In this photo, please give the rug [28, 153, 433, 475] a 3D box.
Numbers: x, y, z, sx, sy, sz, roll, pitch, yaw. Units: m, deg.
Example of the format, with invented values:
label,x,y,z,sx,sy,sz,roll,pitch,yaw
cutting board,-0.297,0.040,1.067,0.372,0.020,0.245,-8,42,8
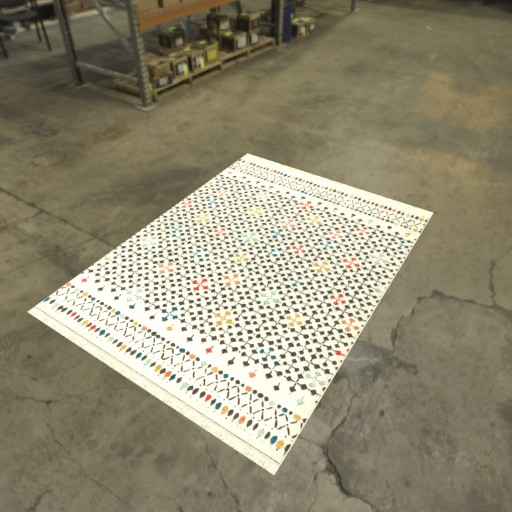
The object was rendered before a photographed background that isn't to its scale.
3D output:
label,x,y,z,sx,sy,sz,roll,pitch,yaw
rug,0.000,0.000,2.009,1.146,0.006,1.556,23,46,24
